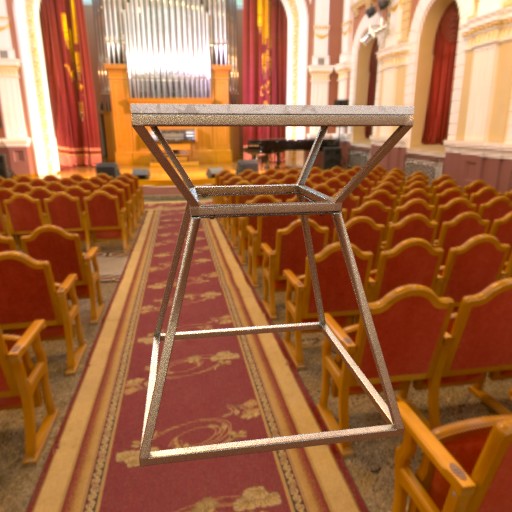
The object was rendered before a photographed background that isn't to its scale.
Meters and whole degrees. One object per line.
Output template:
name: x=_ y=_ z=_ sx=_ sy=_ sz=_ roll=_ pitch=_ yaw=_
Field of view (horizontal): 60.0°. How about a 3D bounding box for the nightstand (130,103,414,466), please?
nightstand: x=0.000 y=0.000 z=0.886 sx=0.455 sy=0.554 sz=0.455 roll=-3 pitch=16 yaw=-9
